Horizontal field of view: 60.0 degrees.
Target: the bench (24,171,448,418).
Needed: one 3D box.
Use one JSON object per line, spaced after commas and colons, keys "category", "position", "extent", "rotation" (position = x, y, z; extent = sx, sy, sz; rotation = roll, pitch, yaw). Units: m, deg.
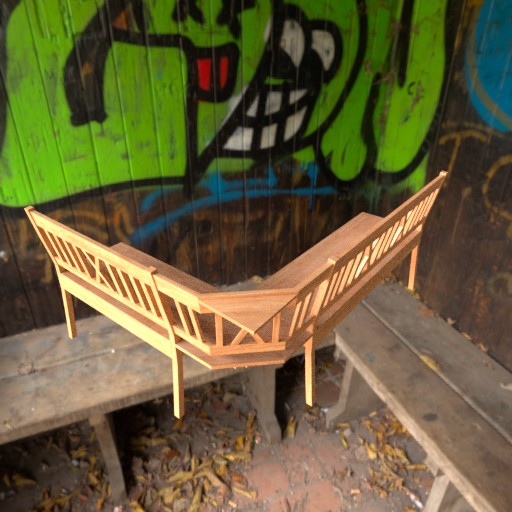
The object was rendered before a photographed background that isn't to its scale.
{"category": "bench", "position": [0.000, 0.000, 2.768], "extent": [1.537, 0.902, 1.937], "rotation": [22, 37, 33]}
